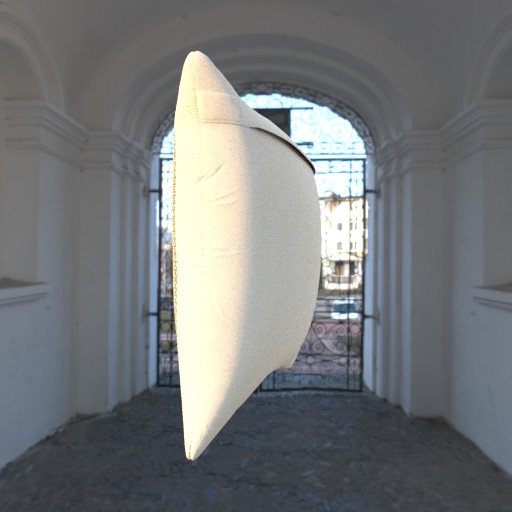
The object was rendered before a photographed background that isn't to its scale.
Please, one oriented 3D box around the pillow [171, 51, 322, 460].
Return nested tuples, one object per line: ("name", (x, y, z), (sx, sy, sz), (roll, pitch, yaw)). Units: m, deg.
("pillow", (0.000, 0.000, 0.627), (0.173, 0.406, 0.405), (0, -1, 18))
